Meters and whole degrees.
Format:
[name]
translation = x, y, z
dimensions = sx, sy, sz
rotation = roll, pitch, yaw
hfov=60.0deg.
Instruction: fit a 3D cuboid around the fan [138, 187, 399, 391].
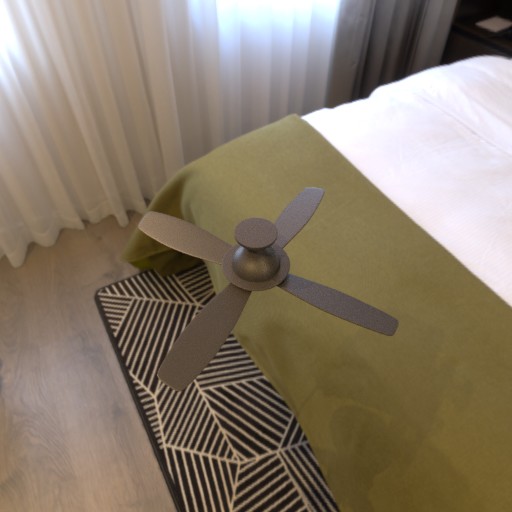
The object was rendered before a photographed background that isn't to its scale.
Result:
[fan]
translation = 0.000, 0.000, 2.519
dimensions = 1.694, 0.382, 1.694
rotation = 23, 52, 20
